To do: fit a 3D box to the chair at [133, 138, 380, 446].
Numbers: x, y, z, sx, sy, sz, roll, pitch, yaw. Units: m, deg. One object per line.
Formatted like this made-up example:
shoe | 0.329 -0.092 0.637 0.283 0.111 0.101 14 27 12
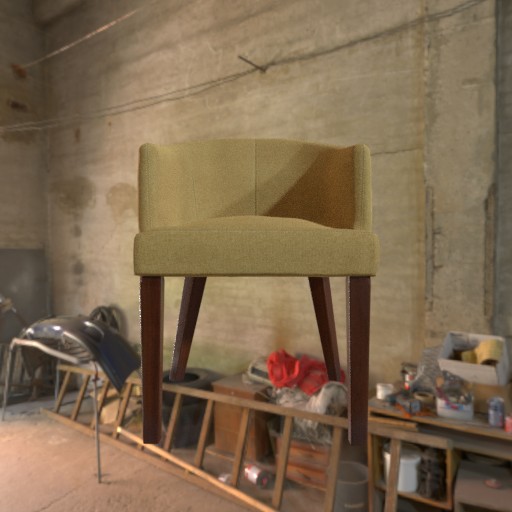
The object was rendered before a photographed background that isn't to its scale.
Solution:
chair | 0.000 0.000 1.248 0.583 0.811 0.655 0 1 0
